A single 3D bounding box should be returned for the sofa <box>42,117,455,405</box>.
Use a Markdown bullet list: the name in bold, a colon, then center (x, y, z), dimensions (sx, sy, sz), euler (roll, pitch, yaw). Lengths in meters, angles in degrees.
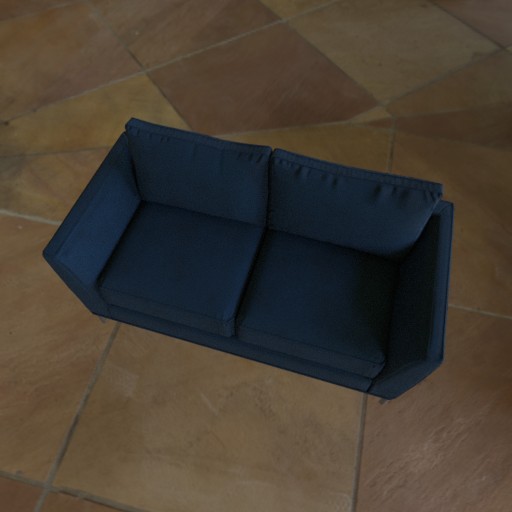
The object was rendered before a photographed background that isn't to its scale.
- **sofa**: center (0.000, 0.000, 2.267), dimensions (1.770, 1.002, 0.853), euler (14, 58, 9)
